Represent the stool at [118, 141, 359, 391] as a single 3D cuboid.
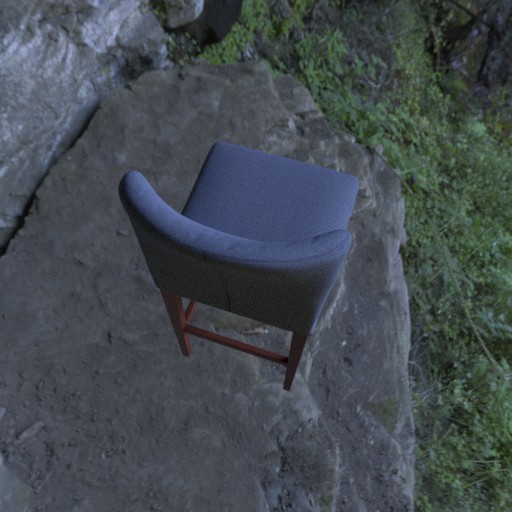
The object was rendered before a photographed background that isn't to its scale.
[{"bbox_3d":[0.000,0.000,1.362,0.481,1.069,0.568,17,64,8],"label":"stool"}]
